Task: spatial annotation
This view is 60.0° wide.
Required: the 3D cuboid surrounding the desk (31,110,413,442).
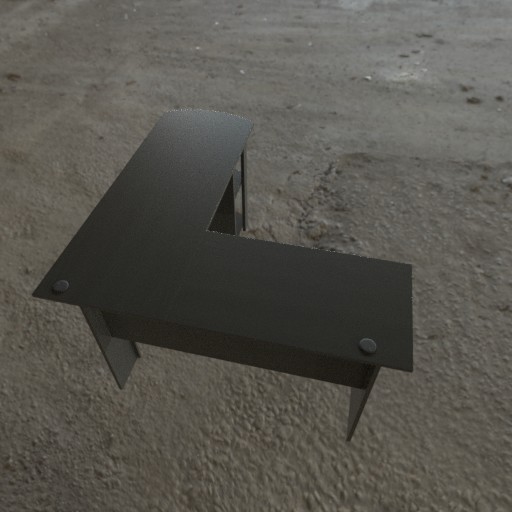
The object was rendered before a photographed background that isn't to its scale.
[{"bbox_3d":[0.000,0.000,2.167,1.303,0.716,1.361,10,48,9],"label":"desk"}]
